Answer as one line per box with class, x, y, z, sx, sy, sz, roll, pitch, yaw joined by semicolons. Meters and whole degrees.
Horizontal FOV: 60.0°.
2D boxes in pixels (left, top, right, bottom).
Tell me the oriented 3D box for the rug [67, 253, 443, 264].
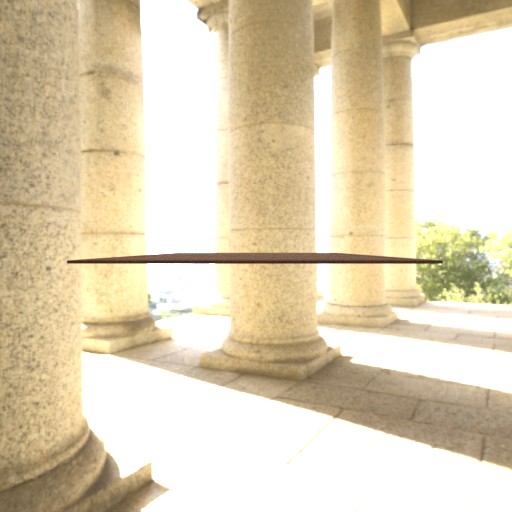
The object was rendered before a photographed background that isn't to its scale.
rug;0.000;0.000;3.009;1.524;0.014;2.438;0;1;0
